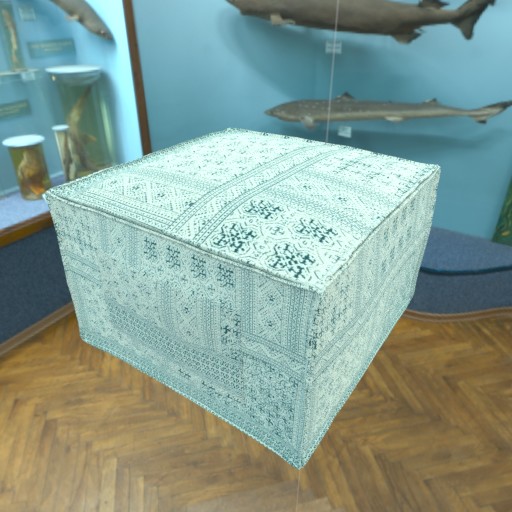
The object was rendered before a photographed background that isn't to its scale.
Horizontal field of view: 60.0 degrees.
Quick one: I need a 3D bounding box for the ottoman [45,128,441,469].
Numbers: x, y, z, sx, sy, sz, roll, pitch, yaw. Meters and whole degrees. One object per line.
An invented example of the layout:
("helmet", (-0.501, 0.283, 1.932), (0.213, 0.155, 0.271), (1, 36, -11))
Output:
("ottoman", (0.000, 0.000, 1.029), (0.617, 0.439, 0.626), (19, 36, 29))
